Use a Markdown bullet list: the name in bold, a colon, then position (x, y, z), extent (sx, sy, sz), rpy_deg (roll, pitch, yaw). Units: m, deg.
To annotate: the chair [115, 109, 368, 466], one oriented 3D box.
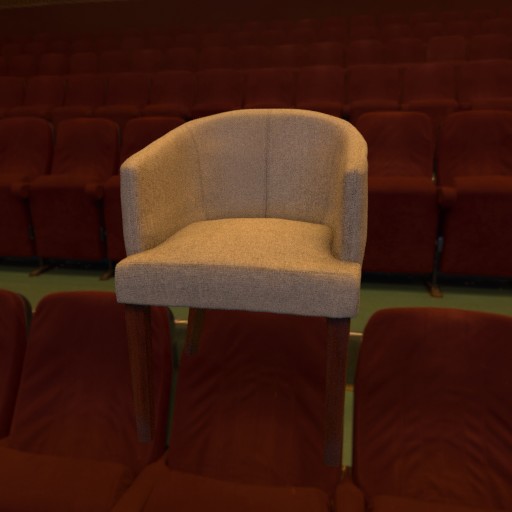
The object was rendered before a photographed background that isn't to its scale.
- **chair**: position (0.000, 0.000, 1.222), extent (0.583, 0.811, 0.655), rpy_deg (2, 15, 9)
